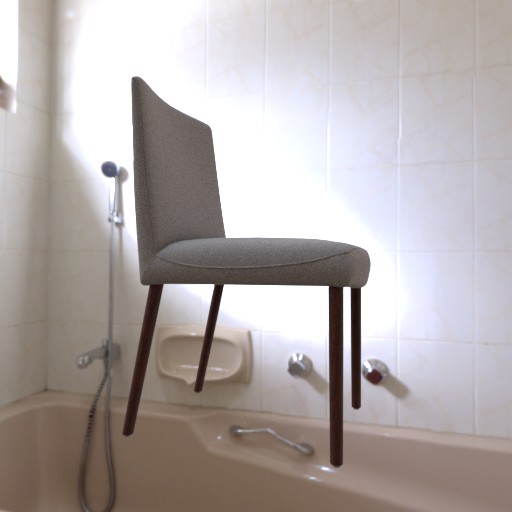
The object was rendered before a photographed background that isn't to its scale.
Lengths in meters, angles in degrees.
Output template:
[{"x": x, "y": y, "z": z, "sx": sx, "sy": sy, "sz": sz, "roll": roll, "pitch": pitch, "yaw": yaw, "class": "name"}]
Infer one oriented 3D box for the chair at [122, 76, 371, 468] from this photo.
[{"x": 0.000, "y": 0.000, "z": 1.157, "sx": 0.570, "sy": 0.859, "sz": 0.456, "roll": 0, "pitch": -1, "yaw": 19, "class": "chair"}]
